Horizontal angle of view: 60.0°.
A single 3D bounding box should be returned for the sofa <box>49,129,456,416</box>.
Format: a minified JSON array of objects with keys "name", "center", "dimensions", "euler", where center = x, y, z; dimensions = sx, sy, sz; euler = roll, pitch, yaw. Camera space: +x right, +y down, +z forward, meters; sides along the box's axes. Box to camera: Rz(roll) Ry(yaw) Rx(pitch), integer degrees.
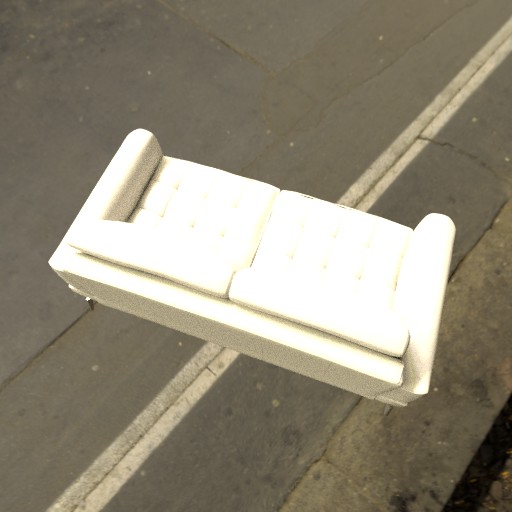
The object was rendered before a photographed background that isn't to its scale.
[{"name":"sofa","center":[0.000,0.000,2.676],"dimensions":[2.177,0.930,1.121],"euler":[18,65,8]}]
